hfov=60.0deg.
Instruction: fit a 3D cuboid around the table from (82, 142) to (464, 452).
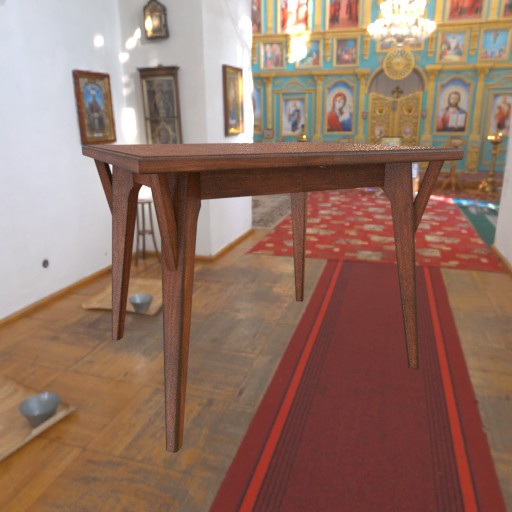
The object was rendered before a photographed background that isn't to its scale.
[{"bbox_3d":[0.000,0.000,1.584,0.991,0.761,0.838,-8,18,-27],"label":"table"}]
